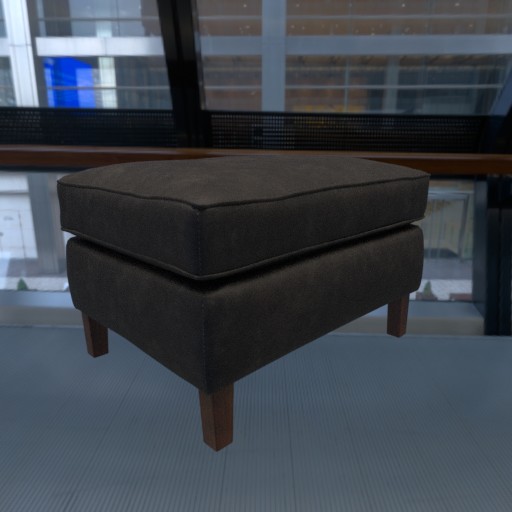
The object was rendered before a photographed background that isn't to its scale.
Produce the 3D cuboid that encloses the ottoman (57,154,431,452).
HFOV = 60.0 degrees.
[{"bbox_3d":[0.000,0.000,0.961,0.665,0.413,0.501,-14,21,-42],"label":"ottoman"}]
